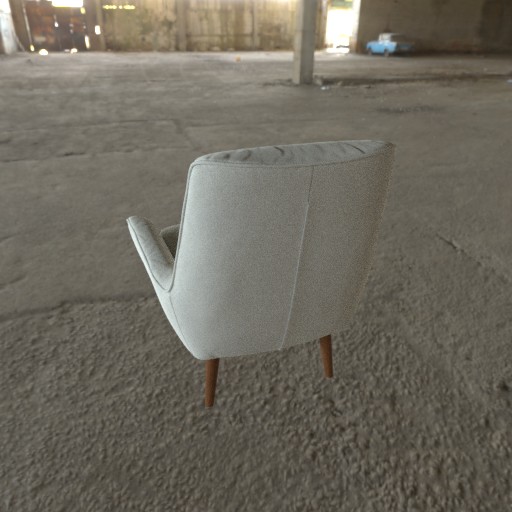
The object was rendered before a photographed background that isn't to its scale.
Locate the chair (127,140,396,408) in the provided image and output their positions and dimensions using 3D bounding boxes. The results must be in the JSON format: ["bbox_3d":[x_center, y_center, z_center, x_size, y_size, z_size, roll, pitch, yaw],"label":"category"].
[{"bbox_3d":[0.000,0.000,1.491,0.787,0.888,0.822,-9,28,-16],"label":"chair"}]
